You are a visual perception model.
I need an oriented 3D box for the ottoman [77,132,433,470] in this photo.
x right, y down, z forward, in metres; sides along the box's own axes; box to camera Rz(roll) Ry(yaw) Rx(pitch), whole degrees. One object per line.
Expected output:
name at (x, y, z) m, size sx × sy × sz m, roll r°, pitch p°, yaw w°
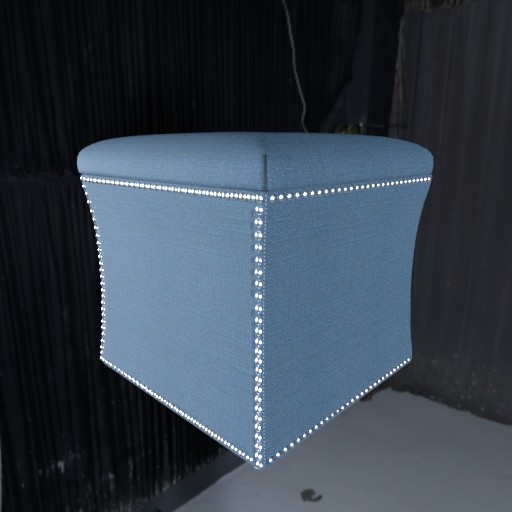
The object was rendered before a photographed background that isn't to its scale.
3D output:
ottoman at (0.000, 0.000, 0.885) m, size 0.507 × 0.475 × 0.497 m, roll 13°, pitch 19°, yaw 43°
